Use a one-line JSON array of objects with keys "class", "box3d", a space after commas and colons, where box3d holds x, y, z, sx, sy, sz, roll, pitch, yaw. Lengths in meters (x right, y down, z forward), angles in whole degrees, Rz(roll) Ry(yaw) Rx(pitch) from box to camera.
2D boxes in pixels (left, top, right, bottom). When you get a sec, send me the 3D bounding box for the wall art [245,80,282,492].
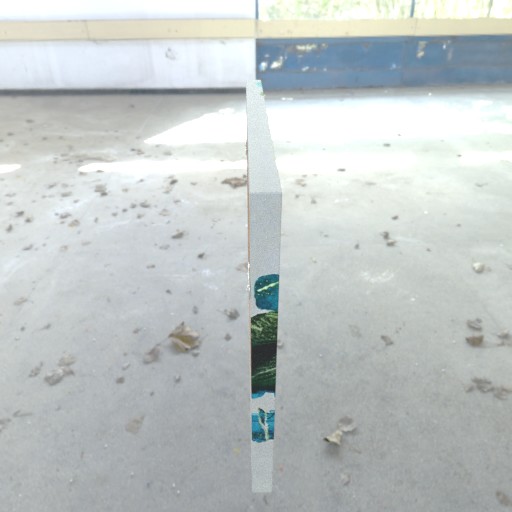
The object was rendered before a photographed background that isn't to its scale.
[{"class": "wall art", "box3d": [0.000, 0.000, 0.978, 0.043, 0.610, 0.711, -1, 32, -1]}]
